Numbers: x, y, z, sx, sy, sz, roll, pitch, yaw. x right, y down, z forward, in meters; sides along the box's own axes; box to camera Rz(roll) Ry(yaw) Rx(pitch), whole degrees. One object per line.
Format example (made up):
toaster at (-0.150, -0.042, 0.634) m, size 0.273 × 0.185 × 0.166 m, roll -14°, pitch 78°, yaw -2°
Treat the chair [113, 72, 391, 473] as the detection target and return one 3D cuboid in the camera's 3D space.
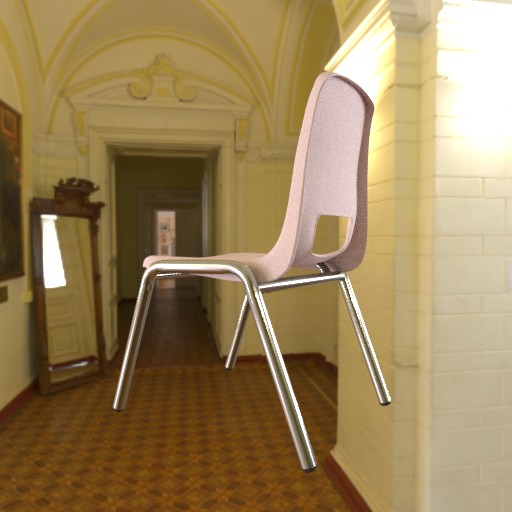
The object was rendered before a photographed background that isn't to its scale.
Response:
chair at (0.000, 0.000, 0.849) m, size 0.423 × 0.586 × 0.354 m, roll 1°, pitch 2°, yaw 36°
